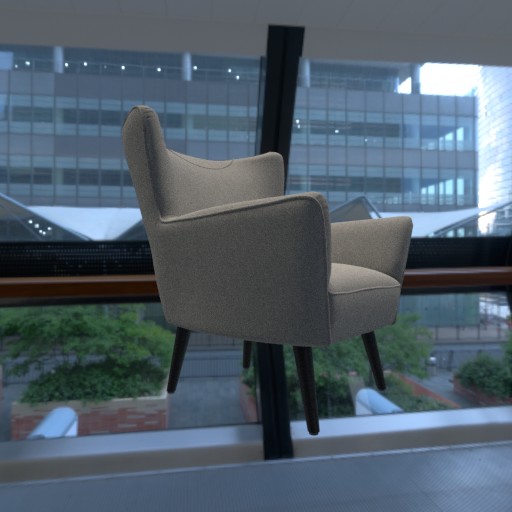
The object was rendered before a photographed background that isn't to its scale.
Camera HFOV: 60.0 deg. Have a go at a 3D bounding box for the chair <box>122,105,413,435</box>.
[{"bbox_3d":[0.000,0.000,1.564,0.888,0.933,0.781,-1,-1,36],"label":"chair"}]
